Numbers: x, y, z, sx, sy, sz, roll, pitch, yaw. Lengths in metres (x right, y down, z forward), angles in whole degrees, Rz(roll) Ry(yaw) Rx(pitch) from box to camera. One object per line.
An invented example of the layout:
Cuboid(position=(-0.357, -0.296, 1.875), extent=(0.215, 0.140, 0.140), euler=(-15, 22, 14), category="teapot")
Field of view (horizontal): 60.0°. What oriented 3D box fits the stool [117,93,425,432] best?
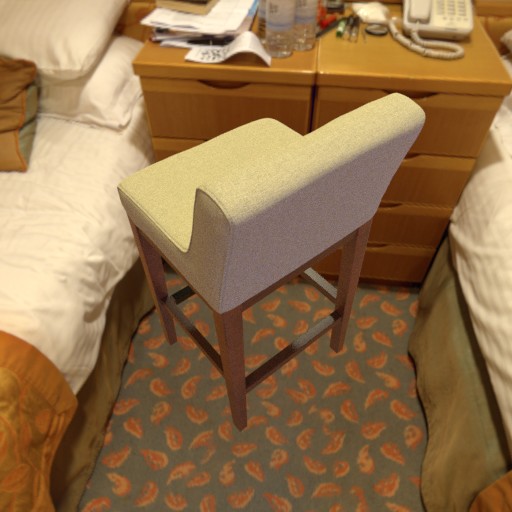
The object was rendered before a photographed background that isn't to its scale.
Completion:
Cuboid(position=(0.000, 0.000, 1.228), extent=(0.511, 0.937, 0.500), euler=(-31, 54, -26), category="stool")
